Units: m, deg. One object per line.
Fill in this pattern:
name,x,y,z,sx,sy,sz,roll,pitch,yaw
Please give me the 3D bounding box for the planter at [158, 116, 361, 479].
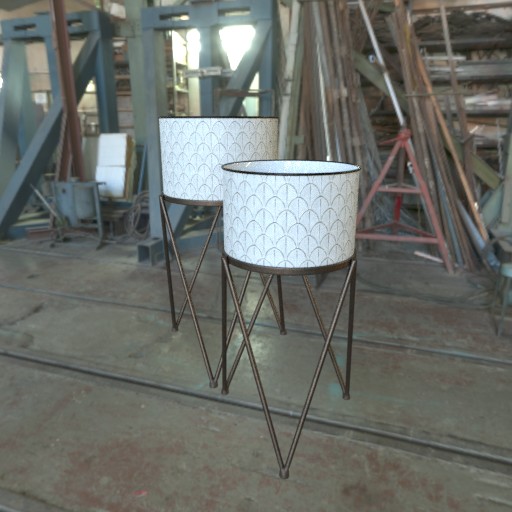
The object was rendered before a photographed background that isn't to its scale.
planter,0.000,0.000,1.183,0.413,0.712,0.769,-8,19,-25
